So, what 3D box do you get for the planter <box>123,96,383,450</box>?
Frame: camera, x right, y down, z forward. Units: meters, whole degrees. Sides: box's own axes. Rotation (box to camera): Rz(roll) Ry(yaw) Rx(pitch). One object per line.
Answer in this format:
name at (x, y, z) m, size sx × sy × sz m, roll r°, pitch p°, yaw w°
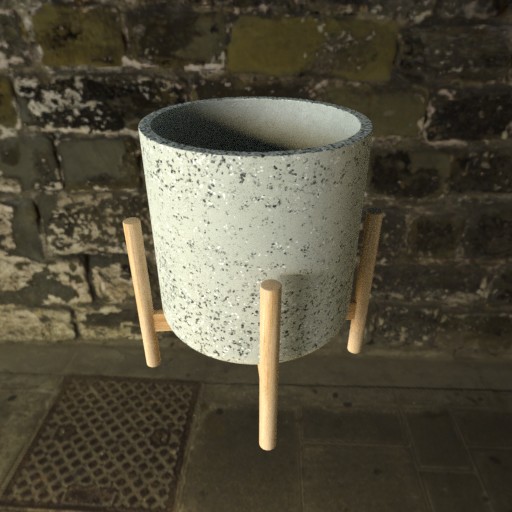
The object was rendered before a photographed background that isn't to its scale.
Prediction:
planter at (0.000, 0.000, 0.693) m, size 0.360 × 0.419 × 0.360 m, roll 9°, pitch 32°, yaw 15°
